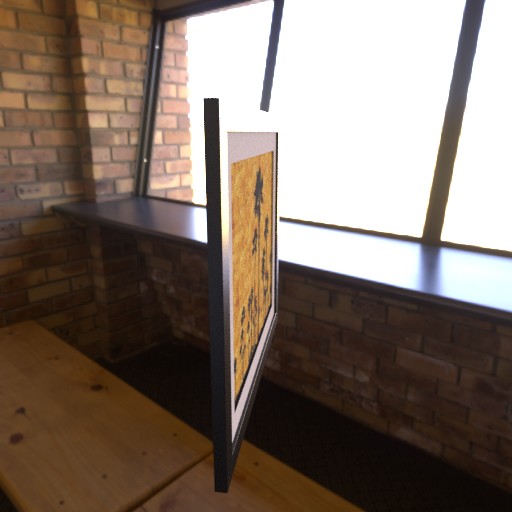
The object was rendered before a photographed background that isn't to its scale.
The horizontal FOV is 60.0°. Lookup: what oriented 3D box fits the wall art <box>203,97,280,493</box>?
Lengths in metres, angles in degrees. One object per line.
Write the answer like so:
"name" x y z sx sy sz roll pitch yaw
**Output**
"wall art" 0.000 0.000 0.531 0.012 0.332 0.383 3 16 9
